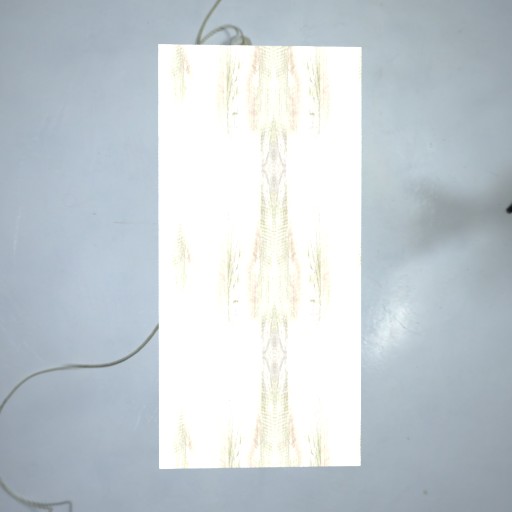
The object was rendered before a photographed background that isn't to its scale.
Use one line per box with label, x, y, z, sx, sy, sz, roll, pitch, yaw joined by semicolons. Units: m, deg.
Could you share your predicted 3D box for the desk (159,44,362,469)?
desk;0.000;0.000;1.390;0.491;0.723;0.979;0;91;-2
